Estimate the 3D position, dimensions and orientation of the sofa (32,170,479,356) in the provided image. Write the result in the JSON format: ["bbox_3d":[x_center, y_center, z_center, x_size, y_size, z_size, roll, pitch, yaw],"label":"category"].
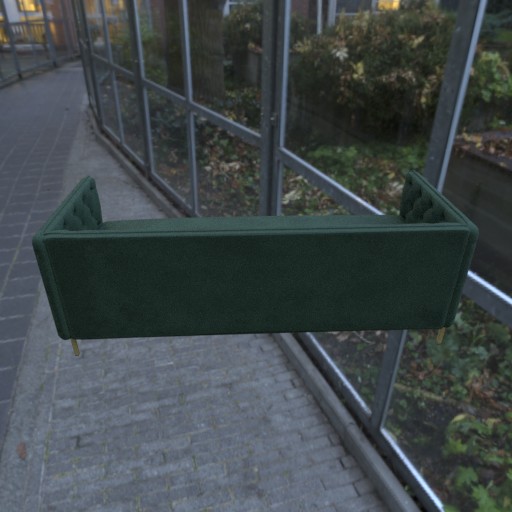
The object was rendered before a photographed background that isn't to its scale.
[{"bbox_3d":[0.000,0.000,2.680,2.209,0.771,0.895,-1,30,-2],"label":"sofa"}]
